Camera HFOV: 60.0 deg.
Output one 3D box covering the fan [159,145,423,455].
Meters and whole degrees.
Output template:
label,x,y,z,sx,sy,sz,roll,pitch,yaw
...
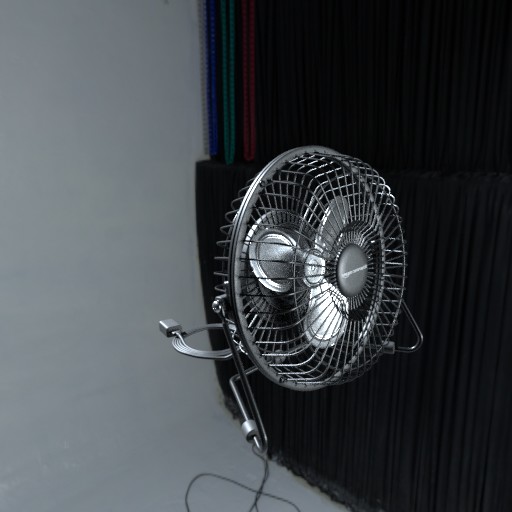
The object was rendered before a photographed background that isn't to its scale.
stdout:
label,x,y,z,sx,sy,sz,roll,pitch,yaw
fan,0.000,0.000,0.389,0.227,0.188,0.209,13,19,43
